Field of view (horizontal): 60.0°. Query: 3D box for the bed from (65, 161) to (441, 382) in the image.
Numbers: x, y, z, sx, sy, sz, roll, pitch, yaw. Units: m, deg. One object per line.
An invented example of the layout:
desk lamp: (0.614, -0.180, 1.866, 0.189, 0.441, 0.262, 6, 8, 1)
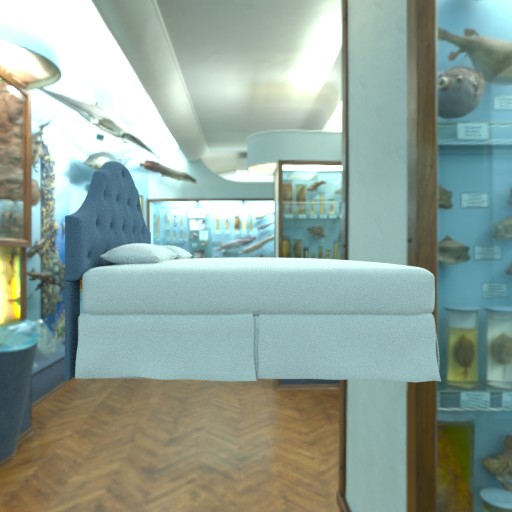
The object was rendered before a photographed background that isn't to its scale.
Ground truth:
bed: (0.000, 0.000, 3.846, 2.477, 1.617, 2.039, 0, 0, 0)
